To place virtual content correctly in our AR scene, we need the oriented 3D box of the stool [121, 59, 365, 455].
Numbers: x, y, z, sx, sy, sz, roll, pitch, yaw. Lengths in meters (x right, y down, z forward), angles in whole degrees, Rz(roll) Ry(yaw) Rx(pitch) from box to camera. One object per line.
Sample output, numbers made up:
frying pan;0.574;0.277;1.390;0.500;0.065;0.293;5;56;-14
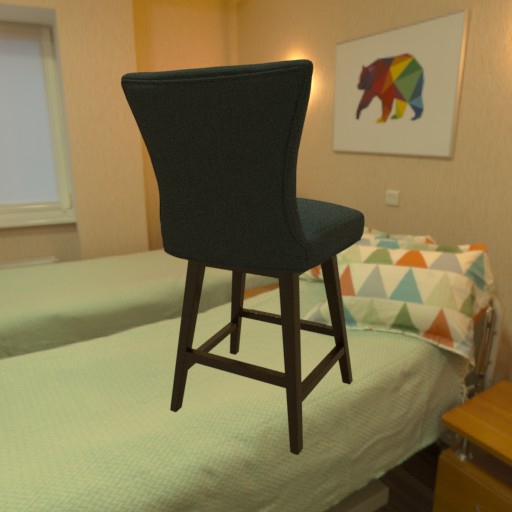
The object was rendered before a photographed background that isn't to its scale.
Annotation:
stool;0.000;0.000;1.327;0.514;1.000;0.574;8;17;27
